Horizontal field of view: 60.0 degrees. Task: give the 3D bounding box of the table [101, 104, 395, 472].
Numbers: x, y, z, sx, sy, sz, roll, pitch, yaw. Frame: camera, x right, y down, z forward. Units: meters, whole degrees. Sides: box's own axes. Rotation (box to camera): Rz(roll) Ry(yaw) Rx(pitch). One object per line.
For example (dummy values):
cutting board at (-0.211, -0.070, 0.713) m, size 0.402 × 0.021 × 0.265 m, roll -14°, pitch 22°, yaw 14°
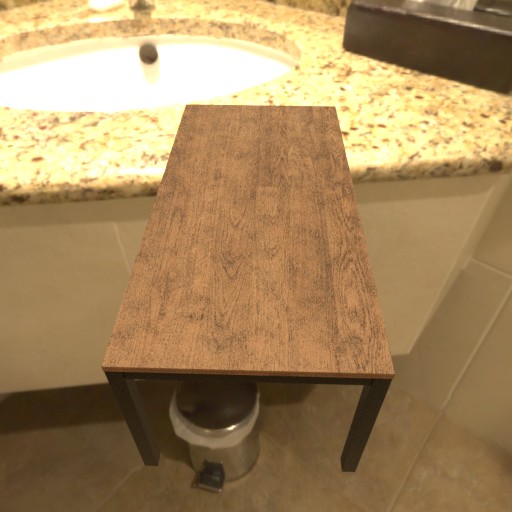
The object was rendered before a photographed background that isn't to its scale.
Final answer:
table at (0.000, 0.000, 2.259) m, size 0.893 × 0.767 × 1.805 m, roll 1°, pitch 44°, yaw 1°
